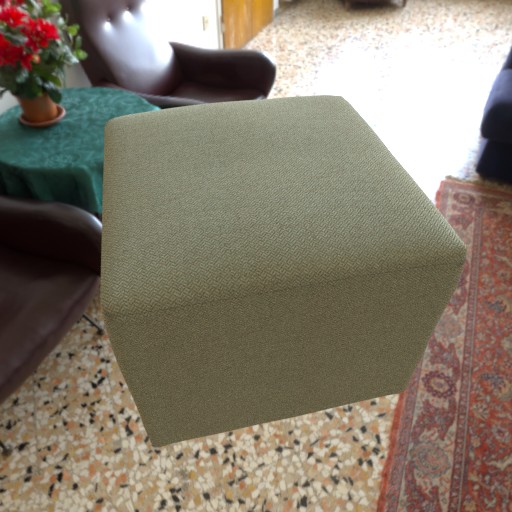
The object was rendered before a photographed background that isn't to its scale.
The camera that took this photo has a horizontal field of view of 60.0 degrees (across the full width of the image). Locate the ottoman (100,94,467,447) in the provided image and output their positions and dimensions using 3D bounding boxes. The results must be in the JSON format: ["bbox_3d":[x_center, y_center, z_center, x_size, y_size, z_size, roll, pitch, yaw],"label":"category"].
[{"bbox_3d":[0.000,0.000,0.881,0.512,0.453,0.521,-9,46,-9],"label":"ottoman"}]
